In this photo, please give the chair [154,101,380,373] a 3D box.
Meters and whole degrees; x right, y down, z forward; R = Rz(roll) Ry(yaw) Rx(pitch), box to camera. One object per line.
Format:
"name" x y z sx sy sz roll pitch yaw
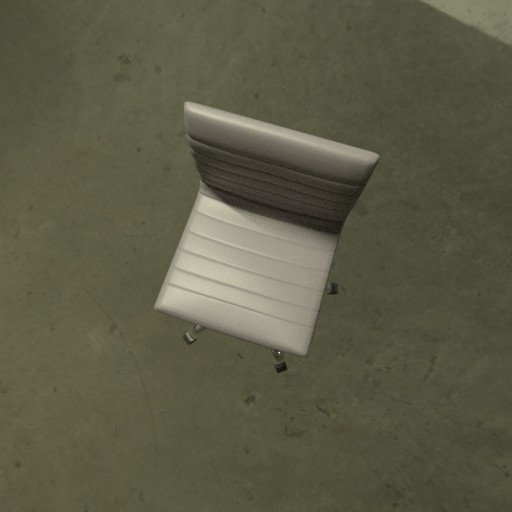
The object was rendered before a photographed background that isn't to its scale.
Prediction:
"chair" 0.000 0.000 1.172 0.556 0.780 0.530 17 76 4
